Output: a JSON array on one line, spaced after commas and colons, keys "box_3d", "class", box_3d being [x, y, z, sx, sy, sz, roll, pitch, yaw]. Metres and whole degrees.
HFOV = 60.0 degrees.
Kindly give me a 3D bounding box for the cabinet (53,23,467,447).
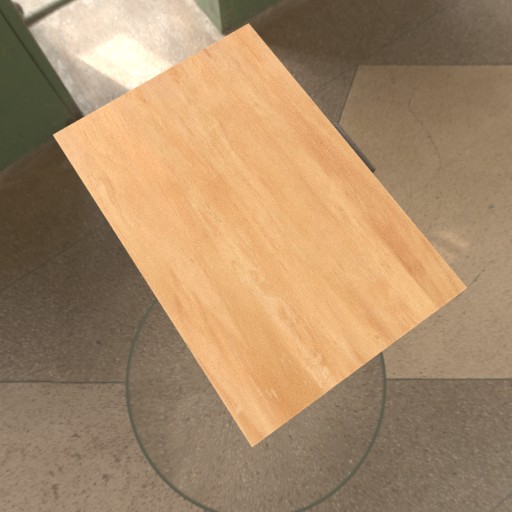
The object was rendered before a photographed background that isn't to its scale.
[{"box_3d": [0.000, 0.000, 0.953, 0.394, 0.599, 0.551, -34, 78, -8], "class": "cabinet"}]
